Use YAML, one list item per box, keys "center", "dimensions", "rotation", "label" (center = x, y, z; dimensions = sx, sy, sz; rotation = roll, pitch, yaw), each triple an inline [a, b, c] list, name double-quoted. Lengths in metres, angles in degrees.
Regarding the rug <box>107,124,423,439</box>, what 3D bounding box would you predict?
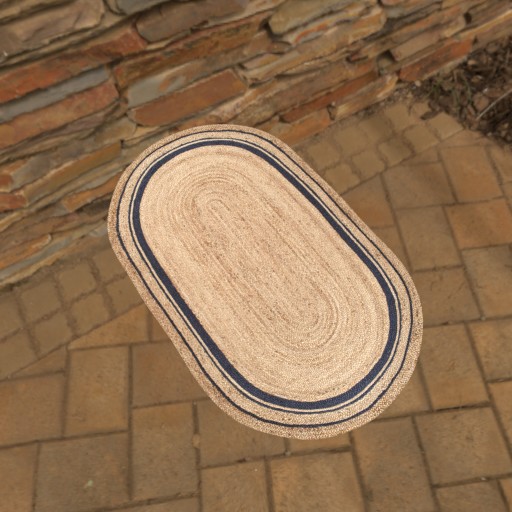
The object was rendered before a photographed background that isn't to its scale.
- center: [0.000, 0.000, 2.942]
  dimensions: [1.520, 0.006, 2.432]
  rotation: [-33, 69, -15]
  label: "rug"
